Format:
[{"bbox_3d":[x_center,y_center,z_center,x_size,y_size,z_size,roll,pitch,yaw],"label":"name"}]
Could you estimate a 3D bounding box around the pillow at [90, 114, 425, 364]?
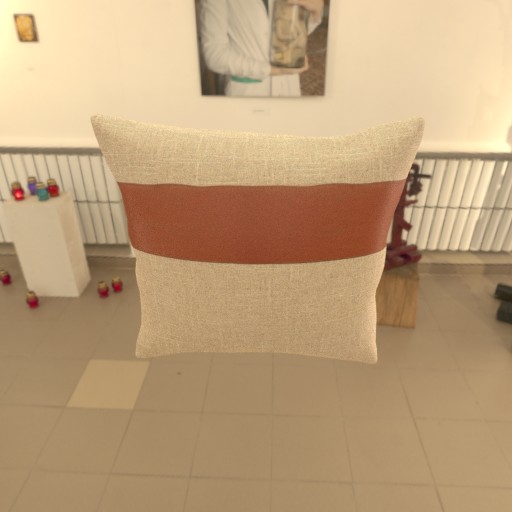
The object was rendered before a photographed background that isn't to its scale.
[{"bbox_3d":[0.000,0.000,0.645,0.414,0.399,0.173,1,30,2],"label":"pillow"}]
